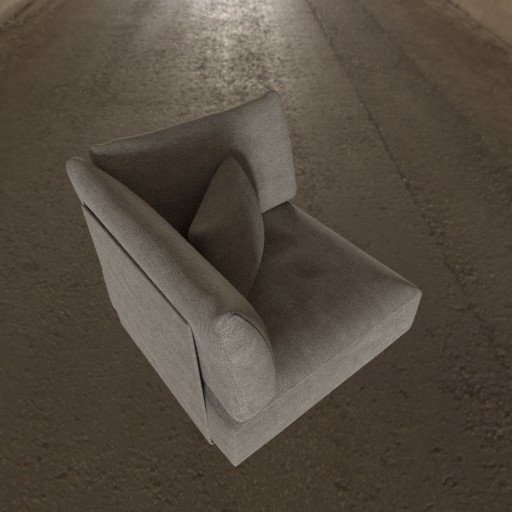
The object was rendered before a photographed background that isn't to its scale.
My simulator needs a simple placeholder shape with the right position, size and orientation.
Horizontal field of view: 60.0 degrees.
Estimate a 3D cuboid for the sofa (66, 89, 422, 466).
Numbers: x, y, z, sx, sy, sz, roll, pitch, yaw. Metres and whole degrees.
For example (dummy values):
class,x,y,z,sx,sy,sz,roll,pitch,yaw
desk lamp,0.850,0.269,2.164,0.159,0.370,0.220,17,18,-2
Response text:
class,x,y,z,sx,sy,sz,roll,pitch,yaw
sofa,0.000,0.000,1.745,1.000,0.820,1.000,-28,49,-28
